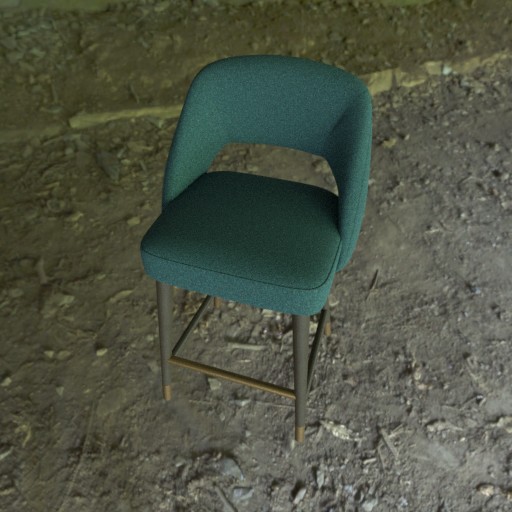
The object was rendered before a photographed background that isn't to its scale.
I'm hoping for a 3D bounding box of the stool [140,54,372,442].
[{"bbox_3d":[0.000,0.000,1.253,0.536,0.939,0.522,12,43,14],"label":"stool"}]
